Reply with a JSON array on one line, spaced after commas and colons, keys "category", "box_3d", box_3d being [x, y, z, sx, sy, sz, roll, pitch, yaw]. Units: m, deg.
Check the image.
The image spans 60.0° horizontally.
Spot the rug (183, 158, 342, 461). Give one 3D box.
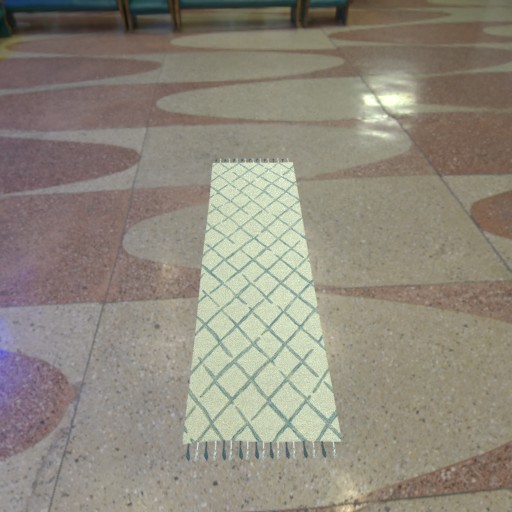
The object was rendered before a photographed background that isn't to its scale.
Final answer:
[{"category": "rug", "box_3d": [0.000, 0.000, 2.571, 0.620, 0.008, 2.372, -1, 40, -1]}]
